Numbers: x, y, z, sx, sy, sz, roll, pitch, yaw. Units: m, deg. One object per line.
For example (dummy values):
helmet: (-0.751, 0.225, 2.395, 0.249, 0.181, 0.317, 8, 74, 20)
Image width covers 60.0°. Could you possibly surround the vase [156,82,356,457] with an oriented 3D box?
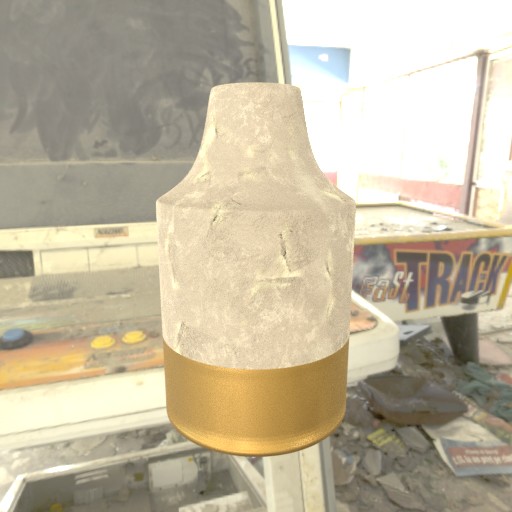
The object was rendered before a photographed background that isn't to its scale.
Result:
vase: (0.000, 0.000, 0.428, 0.184, 0.305, 0.184, 0, 13, 0)
